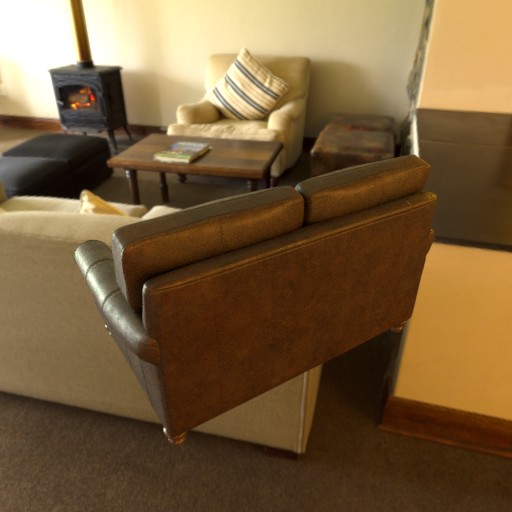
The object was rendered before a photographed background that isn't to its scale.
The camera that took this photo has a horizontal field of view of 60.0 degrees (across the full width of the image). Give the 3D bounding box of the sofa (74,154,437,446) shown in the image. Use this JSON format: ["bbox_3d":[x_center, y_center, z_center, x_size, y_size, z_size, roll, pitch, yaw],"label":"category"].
[{"bbox_3d":[0.000,0.000,2.249,1.616,0.976,0.990,-18,35,-28],"label":"sofa"}]
